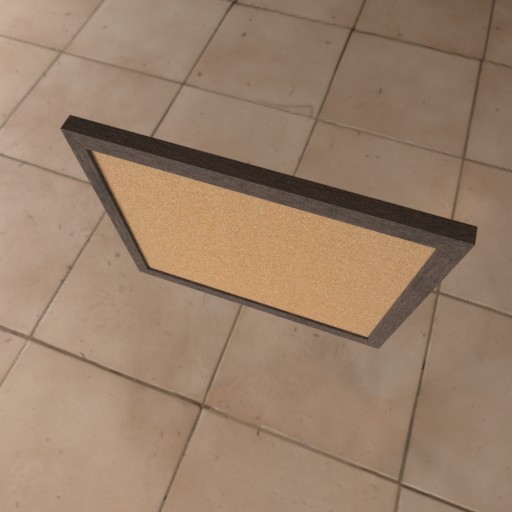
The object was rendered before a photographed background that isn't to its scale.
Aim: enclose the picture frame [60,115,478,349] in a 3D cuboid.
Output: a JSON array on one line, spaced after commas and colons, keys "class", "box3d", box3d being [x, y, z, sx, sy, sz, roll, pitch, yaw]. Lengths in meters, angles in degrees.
[{"class": "picture frame", "box3d": [0.000, 0.000, 0.762, 0.546, 0.455, 0.026, 17, 64, 8]}]
